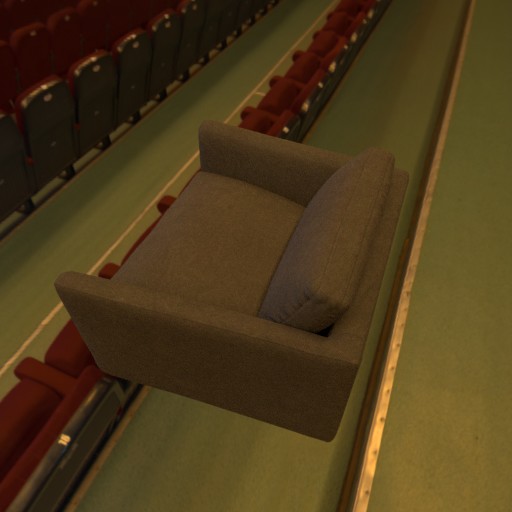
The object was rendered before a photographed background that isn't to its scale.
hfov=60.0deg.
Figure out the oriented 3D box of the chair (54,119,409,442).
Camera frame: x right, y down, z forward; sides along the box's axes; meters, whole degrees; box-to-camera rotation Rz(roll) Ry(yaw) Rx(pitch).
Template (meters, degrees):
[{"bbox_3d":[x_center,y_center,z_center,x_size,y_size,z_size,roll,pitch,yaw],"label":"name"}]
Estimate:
[{"bbox_3d":[0.000,0.000,1.941,1.091,0.845,1.190,16,49,15],"label":"chair"}]
